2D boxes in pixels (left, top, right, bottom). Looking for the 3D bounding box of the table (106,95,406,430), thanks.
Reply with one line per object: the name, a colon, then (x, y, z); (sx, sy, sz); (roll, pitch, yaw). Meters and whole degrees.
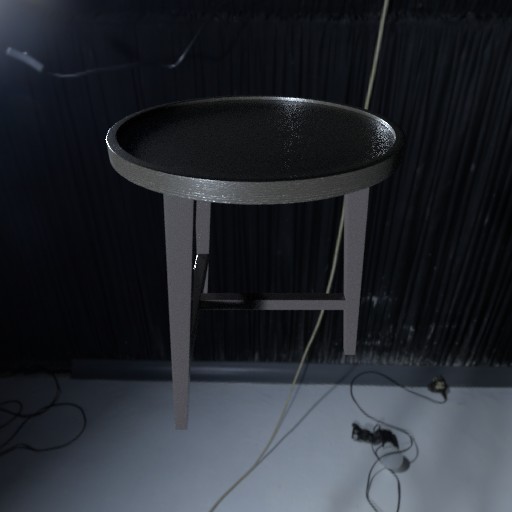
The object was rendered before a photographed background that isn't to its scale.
table: (0.000, 0.000, 0.910); (0.500, 0.531, 0.500); (0, 32, 0)
